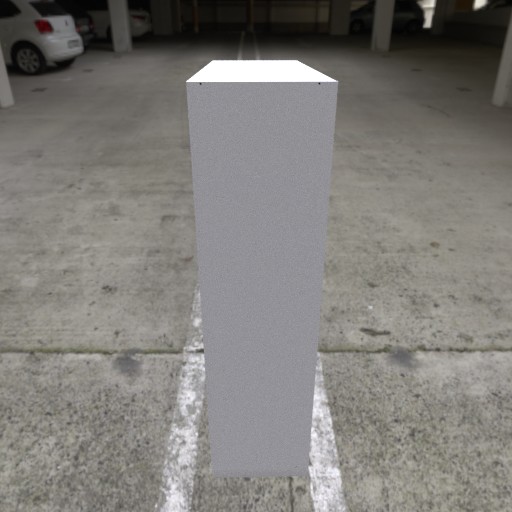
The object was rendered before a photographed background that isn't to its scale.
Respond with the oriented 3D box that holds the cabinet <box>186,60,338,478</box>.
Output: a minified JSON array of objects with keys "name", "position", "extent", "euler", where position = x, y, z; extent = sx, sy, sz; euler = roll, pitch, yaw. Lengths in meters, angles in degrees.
[{"name":"cabinet","position":[0.000,0.000,2.442],"extent":[0.510,1.910,1.290],"euler":[-1,27,-1]}]
